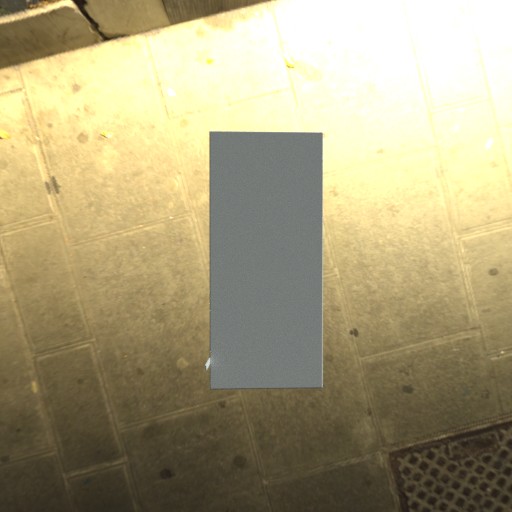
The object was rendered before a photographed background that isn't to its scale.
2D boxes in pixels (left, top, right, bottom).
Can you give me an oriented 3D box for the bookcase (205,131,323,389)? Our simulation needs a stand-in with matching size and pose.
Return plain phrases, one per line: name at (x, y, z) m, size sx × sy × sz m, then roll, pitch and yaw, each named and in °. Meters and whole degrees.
bookcase at (0.000, 0.000, 2.199) m, size 0.361 × 1.869 × 0.761 m, roll 0°, pitch 91°, yaw -2°
